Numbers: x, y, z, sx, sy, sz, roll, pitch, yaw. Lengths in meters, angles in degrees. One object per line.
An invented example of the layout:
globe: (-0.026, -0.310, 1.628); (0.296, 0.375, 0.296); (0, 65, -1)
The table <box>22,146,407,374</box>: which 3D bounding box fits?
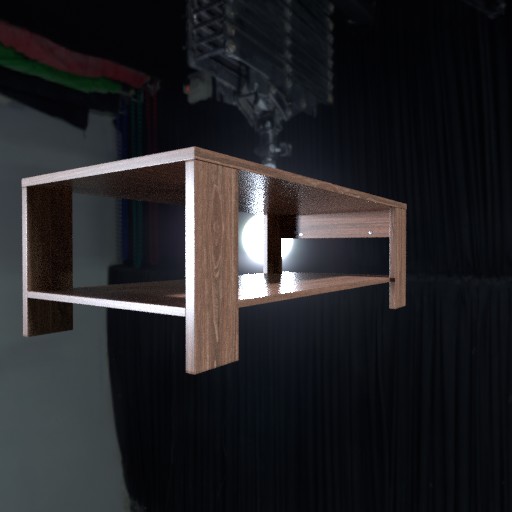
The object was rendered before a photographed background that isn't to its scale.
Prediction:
table: (0.000, 0.000, 1.438); (0.600, 0.400, 1.200); (1, 1, 36)
